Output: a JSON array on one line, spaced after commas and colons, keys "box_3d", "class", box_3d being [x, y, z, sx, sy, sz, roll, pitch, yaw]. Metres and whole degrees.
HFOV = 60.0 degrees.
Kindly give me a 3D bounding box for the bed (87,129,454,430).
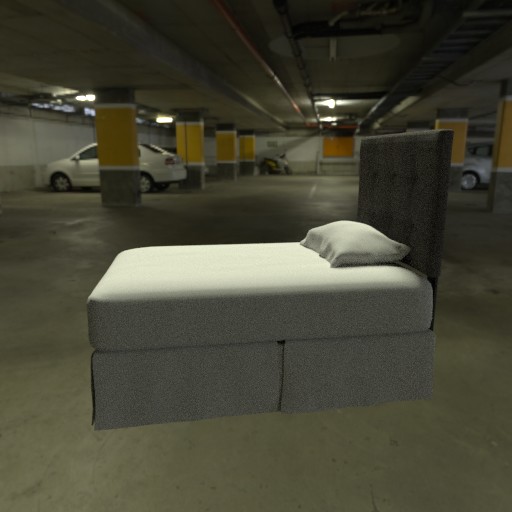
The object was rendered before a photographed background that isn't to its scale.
[{"box_3d": [0.000, 0.000, 2.916, 1.997, 1.571, 1.261, -2, 13, -8], "class": "bed"}]
